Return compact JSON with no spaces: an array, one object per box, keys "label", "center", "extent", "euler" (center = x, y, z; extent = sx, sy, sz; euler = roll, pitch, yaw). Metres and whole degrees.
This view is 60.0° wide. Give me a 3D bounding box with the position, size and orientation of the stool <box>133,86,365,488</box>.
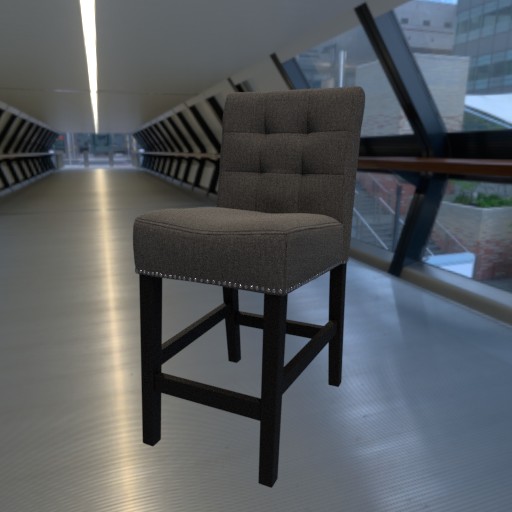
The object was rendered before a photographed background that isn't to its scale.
[{"label":"stool","center":[0.000,0.000,1.181],"extent":[0.427,0.885,0.571],"euler":[7,16,24]}]
